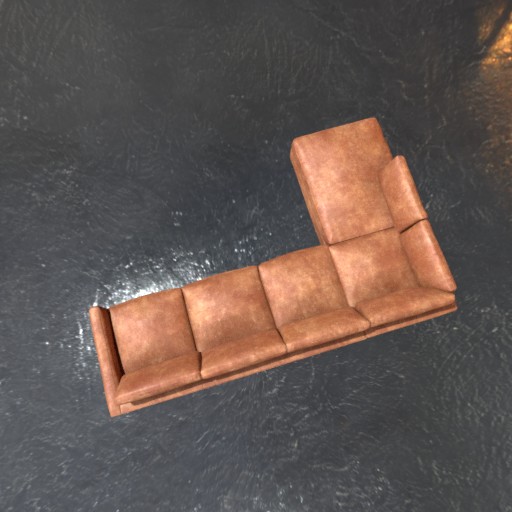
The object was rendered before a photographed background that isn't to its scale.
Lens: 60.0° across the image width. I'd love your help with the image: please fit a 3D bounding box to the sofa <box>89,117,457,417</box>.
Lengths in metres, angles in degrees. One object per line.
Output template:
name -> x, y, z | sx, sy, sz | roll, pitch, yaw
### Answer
sofa -> 0.000, 0.000, 3.982 | 2.984, 0.877, 1.938 | -16, 77, -4
